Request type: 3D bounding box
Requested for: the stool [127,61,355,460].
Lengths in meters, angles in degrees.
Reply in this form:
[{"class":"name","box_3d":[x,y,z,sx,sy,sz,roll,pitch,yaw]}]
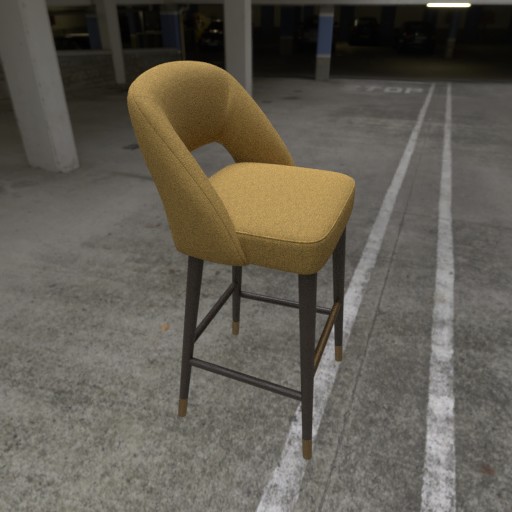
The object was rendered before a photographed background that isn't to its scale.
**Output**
[{"class":"stool","box_3d":[0.000,0.000,1.307,0.522,1.032,0.536,11,32,18]}]
